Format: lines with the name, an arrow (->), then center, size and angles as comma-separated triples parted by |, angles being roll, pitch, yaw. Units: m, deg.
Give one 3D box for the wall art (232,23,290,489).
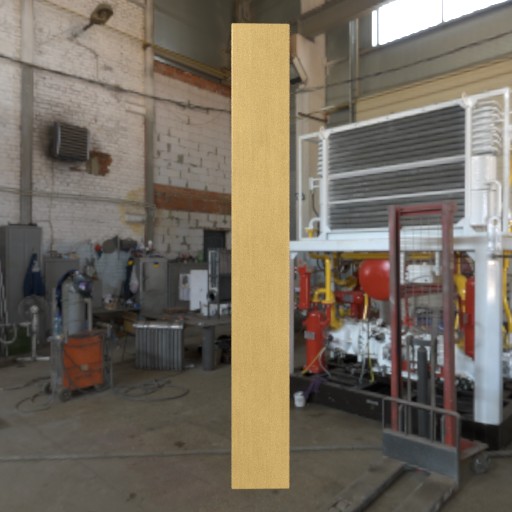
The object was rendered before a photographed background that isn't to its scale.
wall art -> 0.000, 0.000, 0.442 | 0.038, 0.305, 0.305 | 0, 0, -1
